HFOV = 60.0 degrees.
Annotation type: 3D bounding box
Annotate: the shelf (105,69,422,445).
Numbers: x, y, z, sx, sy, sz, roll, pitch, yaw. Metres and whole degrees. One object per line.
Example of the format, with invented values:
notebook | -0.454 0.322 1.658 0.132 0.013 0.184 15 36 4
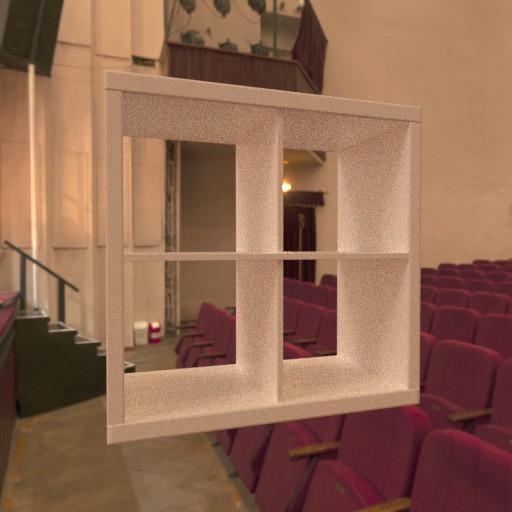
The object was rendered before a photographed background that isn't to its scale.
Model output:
shelf | 0.000 0.000 1.236 0.790 0.786 0.390 0 1 -18
